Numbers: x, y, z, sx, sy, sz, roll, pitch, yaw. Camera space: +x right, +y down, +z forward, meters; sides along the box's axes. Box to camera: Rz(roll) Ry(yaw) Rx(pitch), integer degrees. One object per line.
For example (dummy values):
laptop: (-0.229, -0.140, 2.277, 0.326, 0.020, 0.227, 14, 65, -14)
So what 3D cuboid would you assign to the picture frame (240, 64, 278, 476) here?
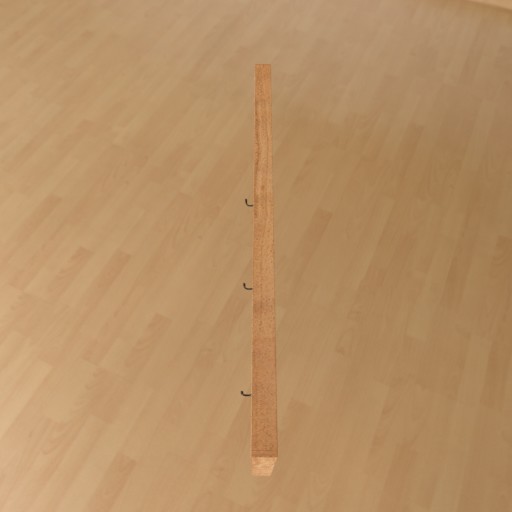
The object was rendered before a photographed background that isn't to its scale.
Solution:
picture frame: (0.000, 0.000, 0.672, 0.045, 0.234, 0.582, 0, 60, 0)
